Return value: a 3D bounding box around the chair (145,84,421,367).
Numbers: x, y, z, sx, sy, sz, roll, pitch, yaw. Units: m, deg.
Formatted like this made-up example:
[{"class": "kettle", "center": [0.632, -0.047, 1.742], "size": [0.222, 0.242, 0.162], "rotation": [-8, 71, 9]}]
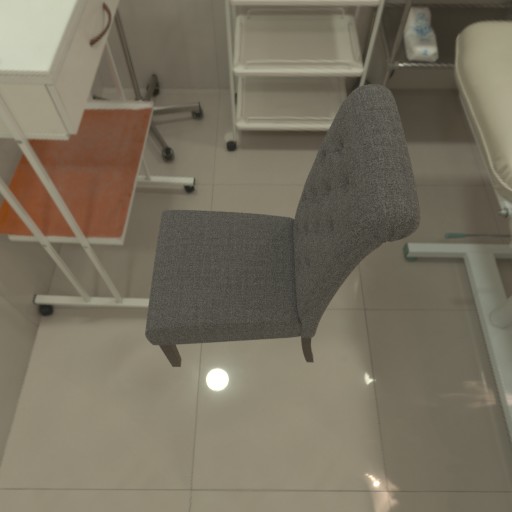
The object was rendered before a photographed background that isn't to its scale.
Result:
[{"class": "chair", "center": [0.000, 0.000, 1.379], "size": [0.671, 1.006, 0.456], "rotation": [0, 59, 0]}]
